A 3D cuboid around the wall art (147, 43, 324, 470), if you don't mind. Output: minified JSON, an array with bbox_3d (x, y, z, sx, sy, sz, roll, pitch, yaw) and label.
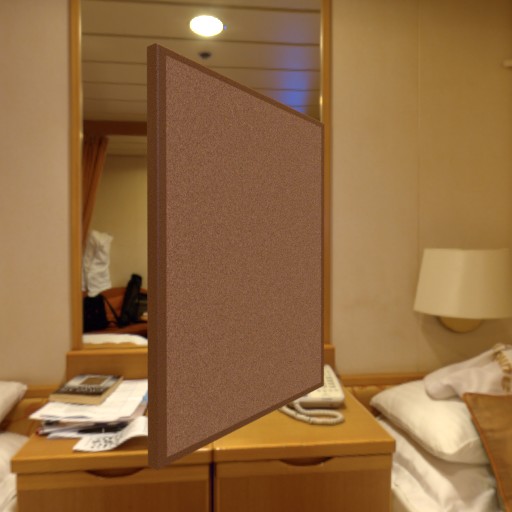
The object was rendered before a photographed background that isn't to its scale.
[{"bbox_3d":[0.000,0.000,0.520,0.015,0.379,0.310,0,1,37],"label":"wall art"}]
